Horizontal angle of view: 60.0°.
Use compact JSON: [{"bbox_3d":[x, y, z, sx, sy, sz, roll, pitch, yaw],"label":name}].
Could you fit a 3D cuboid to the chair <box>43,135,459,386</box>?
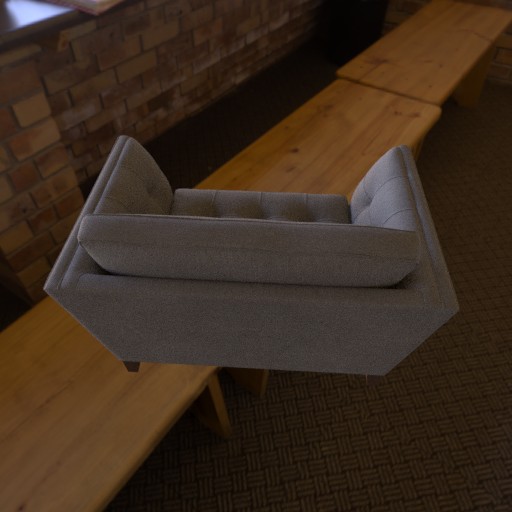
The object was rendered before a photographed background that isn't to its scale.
[{"bbox_3d":[0.000,0.000,2.017,1.396,0.942,0.965,3,47,2],"label":"chair"}]
